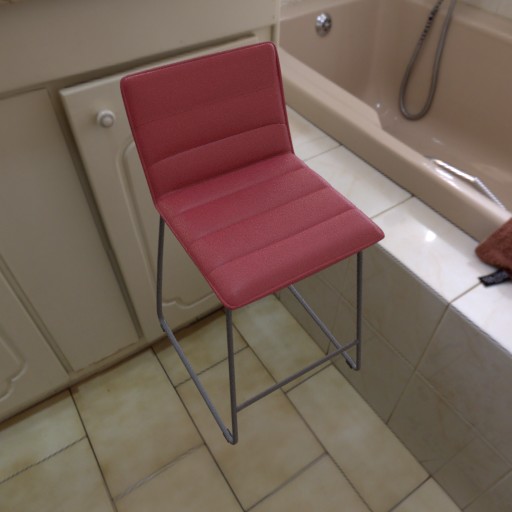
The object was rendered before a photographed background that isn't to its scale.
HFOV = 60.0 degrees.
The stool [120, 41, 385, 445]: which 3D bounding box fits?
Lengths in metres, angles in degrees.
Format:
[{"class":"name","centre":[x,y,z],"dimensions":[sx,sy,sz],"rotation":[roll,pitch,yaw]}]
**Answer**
[{"class":"stool","centre":[0.000,0.000,1.159],"dimensions":[0.489,0.866,0.524],"rotation":[-24,51,-20]}]
